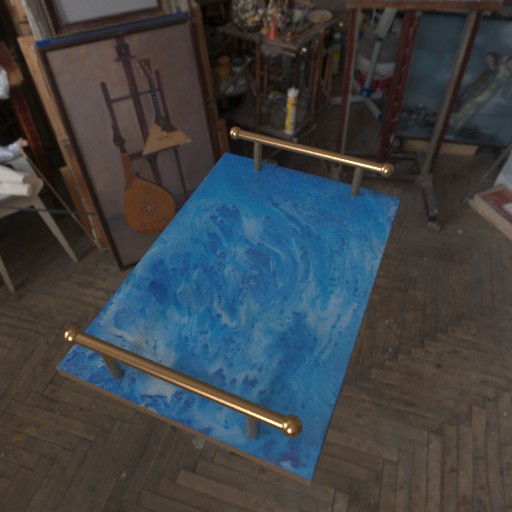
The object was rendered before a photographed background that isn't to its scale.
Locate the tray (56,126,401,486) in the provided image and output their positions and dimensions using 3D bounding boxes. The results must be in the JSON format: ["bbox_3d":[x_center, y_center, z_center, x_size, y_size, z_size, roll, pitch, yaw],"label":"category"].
[{"bbox_3d":[0.000,0.000,0.575,0.304,0.084,0.444,18,51,15],"label":"tray"}]
